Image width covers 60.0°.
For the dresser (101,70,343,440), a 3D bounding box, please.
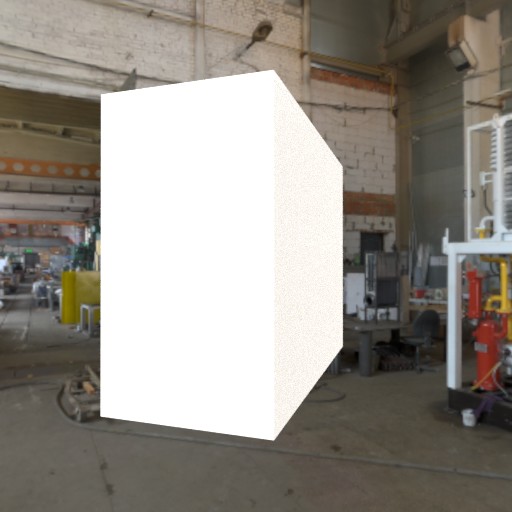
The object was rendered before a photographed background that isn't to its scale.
[{"bbox_3d":[0.000,0.000,1.575,0.460,0.820,1.100,0,0,19],"label":"dresser"}]
